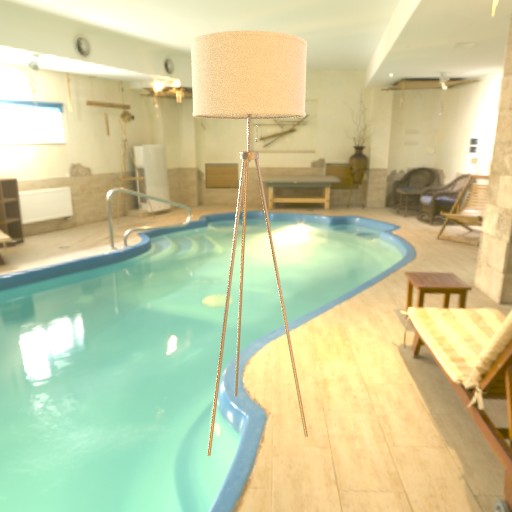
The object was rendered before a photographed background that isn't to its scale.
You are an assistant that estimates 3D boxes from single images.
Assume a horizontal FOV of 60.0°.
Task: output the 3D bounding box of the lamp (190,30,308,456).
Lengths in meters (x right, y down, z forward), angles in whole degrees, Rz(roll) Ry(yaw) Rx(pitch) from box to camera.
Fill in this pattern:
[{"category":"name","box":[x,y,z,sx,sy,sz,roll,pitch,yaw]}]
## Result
[{"category":"lamp","box":[0.000,0.000,1.762,0.458,1.545,0.448,2,15,8]}]
